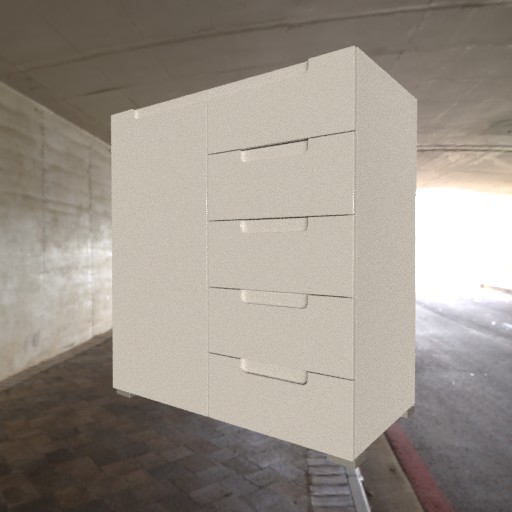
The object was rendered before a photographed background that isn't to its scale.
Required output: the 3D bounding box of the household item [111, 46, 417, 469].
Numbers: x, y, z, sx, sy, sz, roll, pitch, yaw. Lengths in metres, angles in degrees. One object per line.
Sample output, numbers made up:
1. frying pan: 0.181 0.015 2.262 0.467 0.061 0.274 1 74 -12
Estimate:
1. household item: 0.000 0.000 1.306 0.800 0.870 0.420 1 2 36
